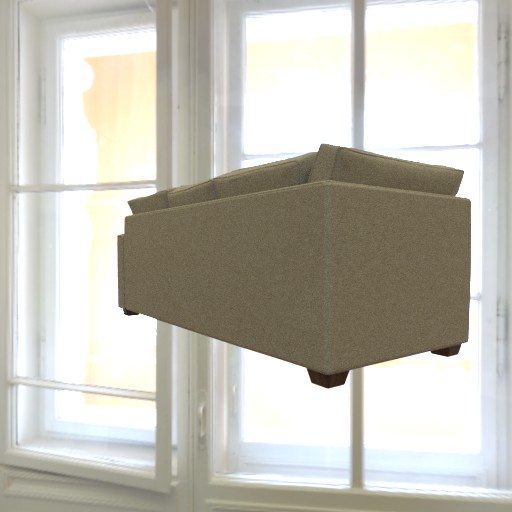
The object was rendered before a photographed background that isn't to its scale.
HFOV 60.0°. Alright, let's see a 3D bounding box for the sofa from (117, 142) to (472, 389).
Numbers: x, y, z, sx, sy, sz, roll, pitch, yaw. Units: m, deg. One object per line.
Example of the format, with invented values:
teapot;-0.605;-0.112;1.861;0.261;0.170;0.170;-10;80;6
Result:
sofa;0.000;0.000;2.826;1.053;0.948;2.323;-1;1;-35
